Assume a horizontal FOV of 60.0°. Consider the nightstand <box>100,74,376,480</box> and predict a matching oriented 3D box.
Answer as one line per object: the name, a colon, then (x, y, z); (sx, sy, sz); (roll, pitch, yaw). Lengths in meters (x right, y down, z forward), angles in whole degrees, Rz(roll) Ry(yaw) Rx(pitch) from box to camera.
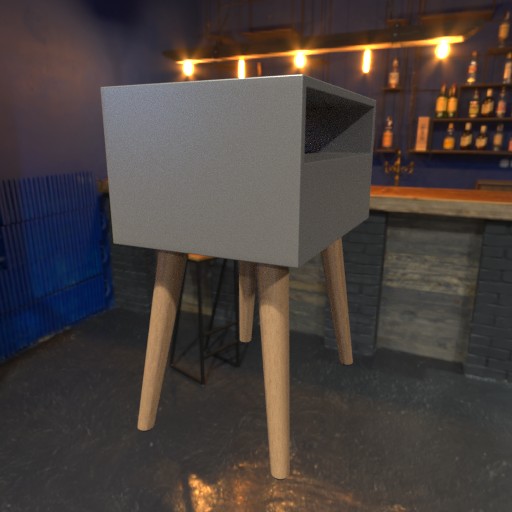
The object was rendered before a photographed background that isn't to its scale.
nightstand: (0.000, 0.000, 0.740); (0.288, 0.508, 0.370); (7, 17, 25)
